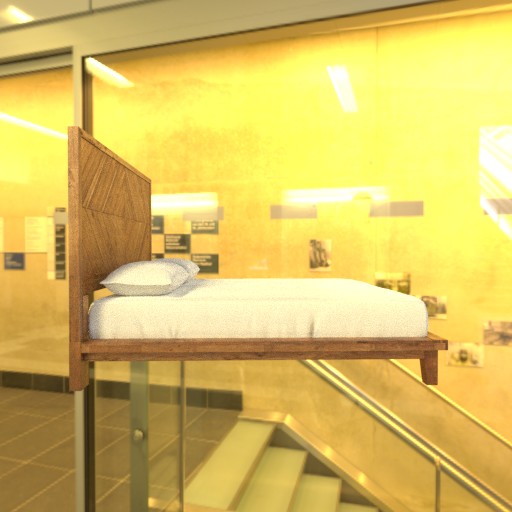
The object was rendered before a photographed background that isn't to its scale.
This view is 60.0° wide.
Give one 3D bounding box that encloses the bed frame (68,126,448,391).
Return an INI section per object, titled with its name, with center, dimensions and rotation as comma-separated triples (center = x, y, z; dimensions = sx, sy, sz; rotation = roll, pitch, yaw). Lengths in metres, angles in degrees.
[bed frame]
center = 0.000, 0.000, 3.618
dimensions = 2.235, 1.537, 2.038
rotation = 0, 1, -2
